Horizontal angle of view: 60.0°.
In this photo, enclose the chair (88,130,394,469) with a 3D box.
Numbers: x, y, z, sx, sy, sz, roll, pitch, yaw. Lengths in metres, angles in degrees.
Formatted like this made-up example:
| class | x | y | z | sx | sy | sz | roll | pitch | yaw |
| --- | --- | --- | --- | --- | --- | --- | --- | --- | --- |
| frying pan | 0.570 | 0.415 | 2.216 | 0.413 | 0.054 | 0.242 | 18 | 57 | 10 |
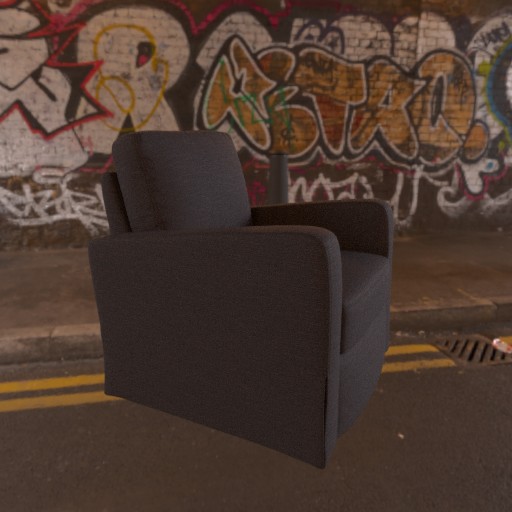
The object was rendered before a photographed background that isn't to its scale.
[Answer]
| class | x | y | z | sx | sy | sz | roll | pitch | yaw |
| --- | --- | --- | --- | --- | --- | --- | --- | --- | --- |
| chair | 0.000 | 0.000 | 1.532 | 0.863 | 0.855 | 0.798 | 7 | 16 | 27 |
